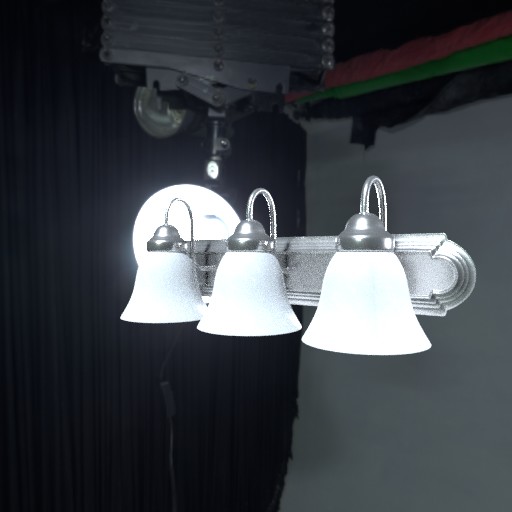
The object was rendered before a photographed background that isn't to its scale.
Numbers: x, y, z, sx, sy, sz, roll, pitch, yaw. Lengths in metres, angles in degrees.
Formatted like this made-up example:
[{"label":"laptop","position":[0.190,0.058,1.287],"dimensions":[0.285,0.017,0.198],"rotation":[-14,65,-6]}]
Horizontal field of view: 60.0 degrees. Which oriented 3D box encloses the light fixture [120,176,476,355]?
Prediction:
[{"label":"light fixture","position":[0.000,0.000,0.714],"dimensions":[0.610,0.222,0.199],"rotation":[0,1,37]}]
